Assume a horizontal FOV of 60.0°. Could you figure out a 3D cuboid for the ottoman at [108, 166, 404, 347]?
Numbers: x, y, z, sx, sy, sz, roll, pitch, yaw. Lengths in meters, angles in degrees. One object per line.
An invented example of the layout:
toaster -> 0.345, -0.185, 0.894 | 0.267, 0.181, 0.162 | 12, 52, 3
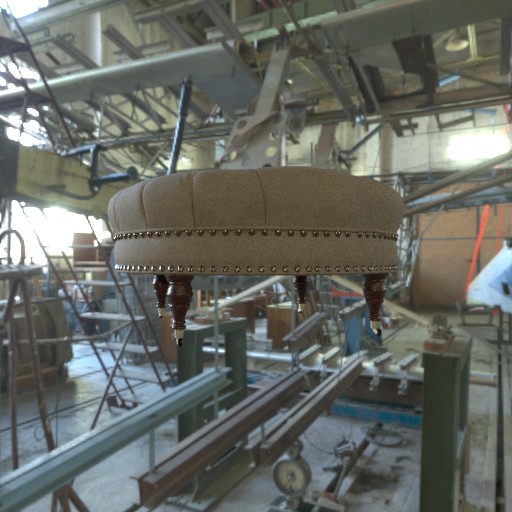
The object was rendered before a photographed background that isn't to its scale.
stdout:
ottoman -> 0.000, 0.000, 1.402 | 0.901, 0.439, 0.901 | 0, -1, 0
